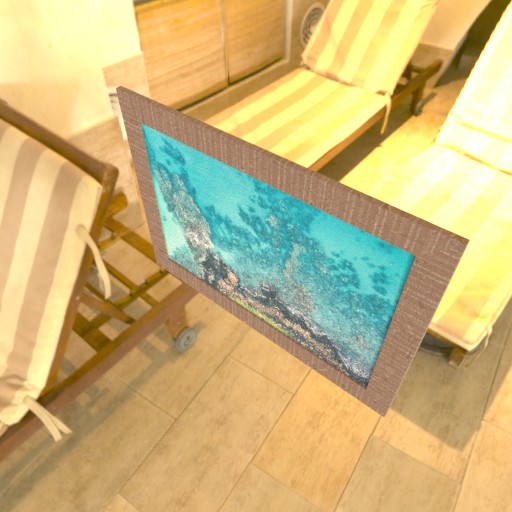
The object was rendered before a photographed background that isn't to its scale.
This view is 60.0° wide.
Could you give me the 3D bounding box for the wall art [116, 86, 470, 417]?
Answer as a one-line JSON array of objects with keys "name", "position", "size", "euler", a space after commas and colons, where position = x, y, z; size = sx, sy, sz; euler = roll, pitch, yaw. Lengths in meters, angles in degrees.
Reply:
[{"name": "wall art", "position": [0.000, 0.000, 1.359], "size": [1.056, 0.761, 0.020], "euler": [30, 53, 26]}]
